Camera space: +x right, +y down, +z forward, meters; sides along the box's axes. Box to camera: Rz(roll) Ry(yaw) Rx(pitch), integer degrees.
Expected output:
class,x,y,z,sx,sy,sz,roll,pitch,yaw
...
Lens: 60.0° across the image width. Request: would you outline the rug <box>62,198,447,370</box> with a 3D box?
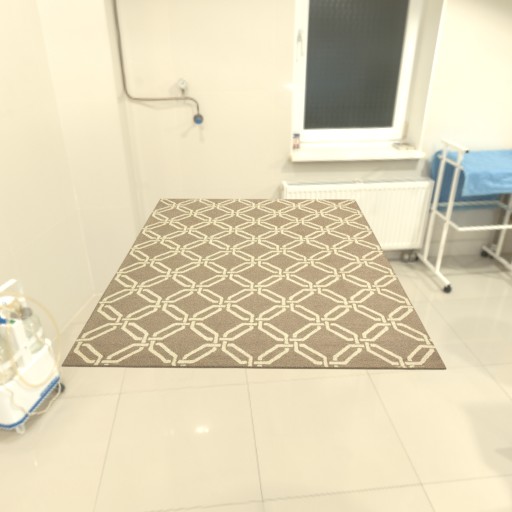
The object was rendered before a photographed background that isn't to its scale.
class,x,y,z,sx,sy,sz,roll,pitch,yaw
rug,0.000,0.000,3.909,2.288,0.018,2.895,0,27,1
